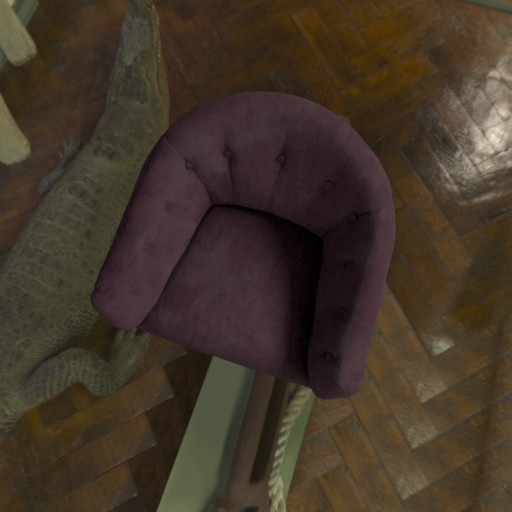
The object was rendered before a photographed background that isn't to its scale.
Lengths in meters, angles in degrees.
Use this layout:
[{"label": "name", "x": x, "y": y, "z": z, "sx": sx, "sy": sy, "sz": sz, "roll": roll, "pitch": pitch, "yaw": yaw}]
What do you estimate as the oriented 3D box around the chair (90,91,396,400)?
[{"label": "chair", "x": 0.000, "y": 0.000, "z": 1.559, "sx": 0.851, "sy": 0.885, "sz": 0.776, "roll": 18, "pitch": 77, "yaw": 4}]
